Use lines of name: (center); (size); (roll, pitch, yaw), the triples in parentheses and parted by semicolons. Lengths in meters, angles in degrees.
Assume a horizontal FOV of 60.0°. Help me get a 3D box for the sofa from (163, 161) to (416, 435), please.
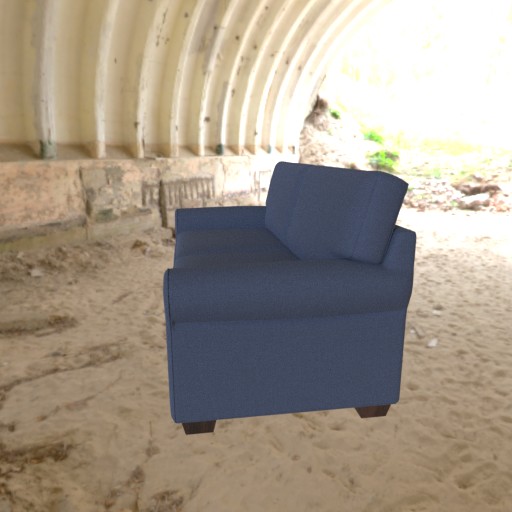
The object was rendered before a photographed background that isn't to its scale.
sofa: (0.000, 0.000, 2.522); (0.940, 1.020, 1.930); (-2, 14, -9)
